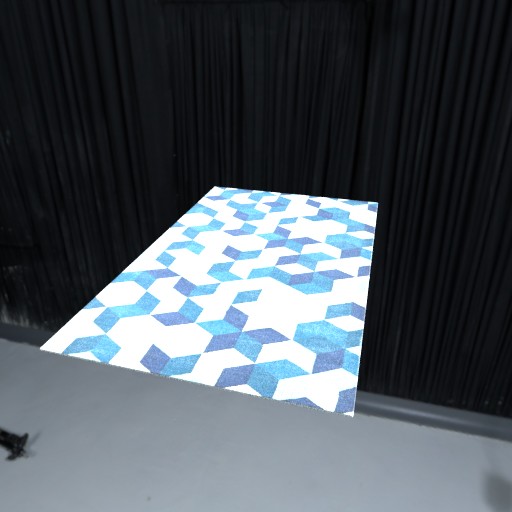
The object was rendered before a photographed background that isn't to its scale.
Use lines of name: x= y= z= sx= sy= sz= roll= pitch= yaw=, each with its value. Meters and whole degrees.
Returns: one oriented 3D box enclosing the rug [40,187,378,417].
rug: x=0.000 y=0.000 z=3.024 sx=1.518 sy=0.015 sz=2.438 roll=8 pitch=29 yaw=14
